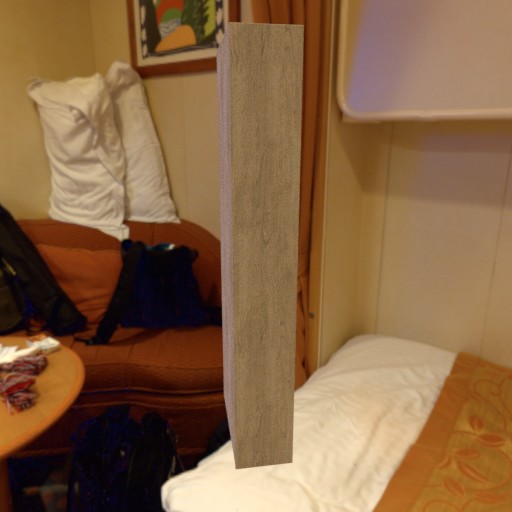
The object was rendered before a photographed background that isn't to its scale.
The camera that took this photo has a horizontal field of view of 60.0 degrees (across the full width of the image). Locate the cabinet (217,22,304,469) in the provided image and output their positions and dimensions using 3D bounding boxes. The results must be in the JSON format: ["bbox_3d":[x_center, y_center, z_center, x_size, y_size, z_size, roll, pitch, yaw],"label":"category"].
[{"bbox_3d":[0.000,0.000,1.834,0.250,1.630,0.520,-2,16,-9],"label":"cabinet"}]
